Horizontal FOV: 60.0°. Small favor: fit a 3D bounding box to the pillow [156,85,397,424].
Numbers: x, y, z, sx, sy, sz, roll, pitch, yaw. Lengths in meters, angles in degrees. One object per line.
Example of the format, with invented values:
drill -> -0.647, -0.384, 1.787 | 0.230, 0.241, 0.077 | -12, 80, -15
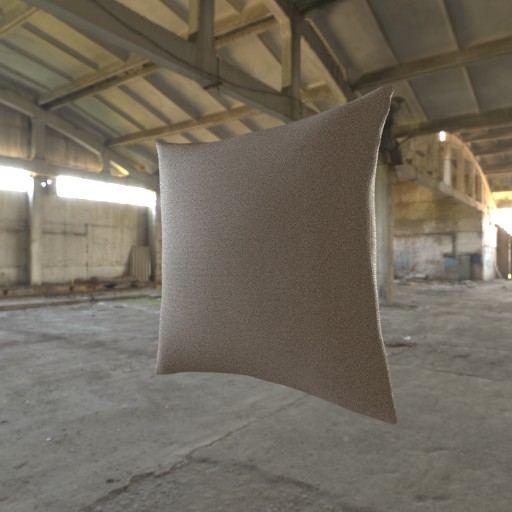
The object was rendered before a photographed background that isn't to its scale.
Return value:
pillow -> 0.000, 0.000, 0.798 | 0.512, 0.497, 0.204 | 0, -1, 36
